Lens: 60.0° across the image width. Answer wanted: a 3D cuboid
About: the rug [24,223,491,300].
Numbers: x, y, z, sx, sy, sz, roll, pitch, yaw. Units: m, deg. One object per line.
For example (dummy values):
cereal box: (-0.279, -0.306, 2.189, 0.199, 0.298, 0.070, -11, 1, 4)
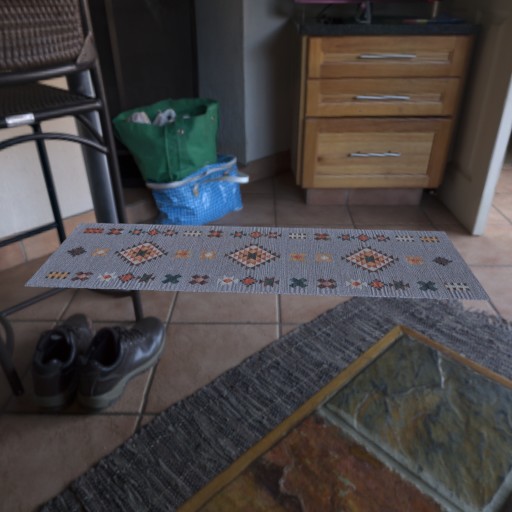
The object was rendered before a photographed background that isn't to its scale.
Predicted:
rug: (0.000, 0.000, 2.633, 2.432, 0.008, 0.766, 2, 30, 3)
